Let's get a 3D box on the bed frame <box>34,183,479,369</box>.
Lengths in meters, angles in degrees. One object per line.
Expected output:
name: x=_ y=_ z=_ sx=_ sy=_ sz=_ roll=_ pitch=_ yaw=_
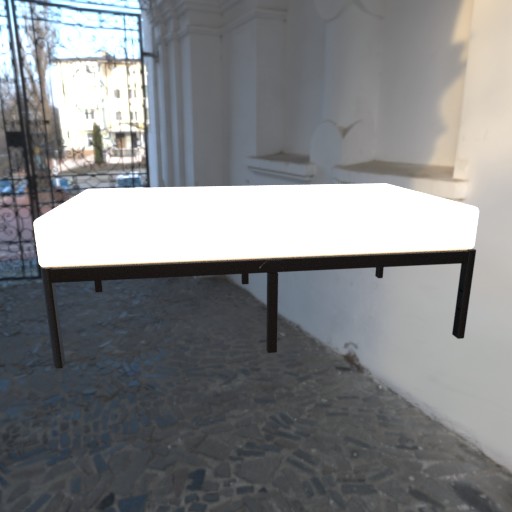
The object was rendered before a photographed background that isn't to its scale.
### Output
bed frame: x=0.000 y=0.000 z=2.454 sx=1.950 sy=0.659 sz=1.023 roll=-2 pitch=16 yaw=-8
